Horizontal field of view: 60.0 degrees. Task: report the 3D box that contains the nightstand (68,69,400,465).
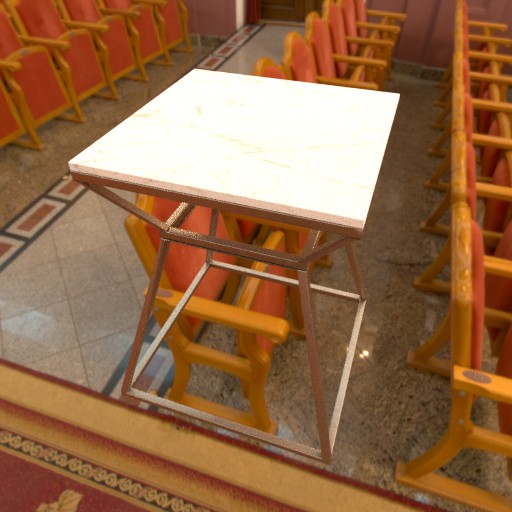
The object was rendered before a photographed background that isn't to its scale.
[{"bbox_3d":[0.000,0.000,0.882,0.455,0.554,0.455,13,43,14],"label":"nightstand"}]
